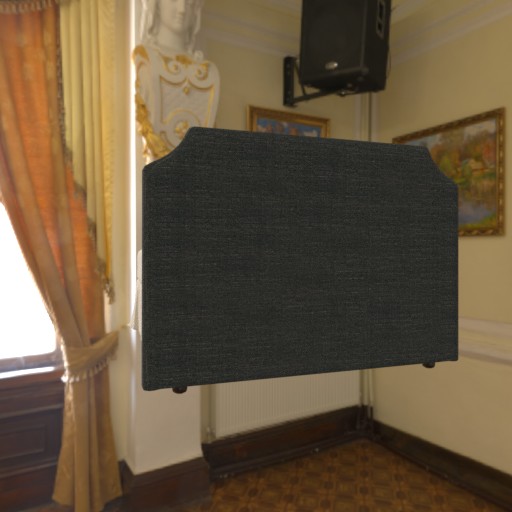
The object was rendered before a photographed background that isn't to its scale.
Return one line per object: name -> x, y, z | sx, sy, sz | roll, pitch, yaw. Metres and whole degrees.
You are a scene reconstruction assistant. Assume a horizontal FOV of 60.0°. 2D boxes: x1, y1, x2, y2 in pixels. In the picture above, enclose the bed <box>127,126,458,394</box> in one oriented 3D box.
bed -> 0.000, 0.000, 3.369 | 1.828, 1.297, 2.208 | 0, 1, -18
